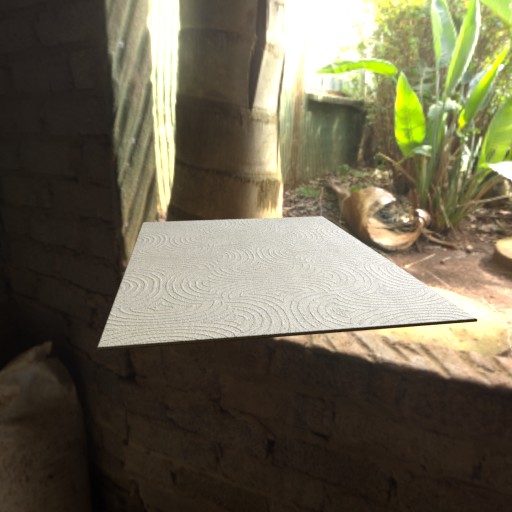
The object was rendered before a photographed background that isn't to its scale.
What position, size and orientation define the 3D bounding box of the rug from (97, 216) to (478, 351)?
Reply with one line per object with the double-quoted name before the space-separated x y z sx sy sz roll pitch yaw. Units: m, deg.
"rug" 0.000 0.000 2.735 1.526 0.015 2.132 -3 17 -9
